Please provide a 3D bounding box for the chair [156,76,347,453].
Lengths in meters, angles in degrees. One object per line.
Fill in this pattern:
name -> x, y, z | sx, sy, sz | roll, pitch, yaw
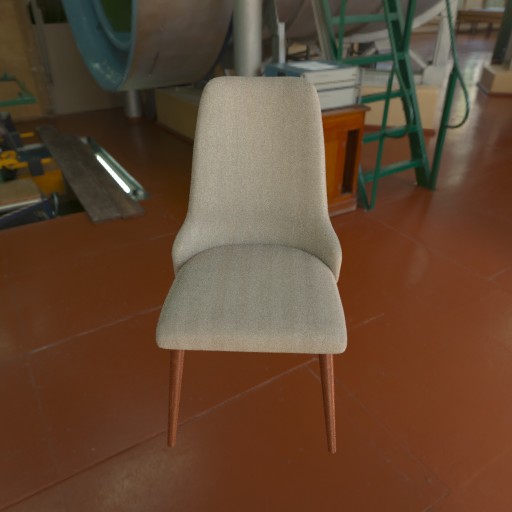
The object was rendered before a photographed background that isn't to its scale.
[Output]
chair -> 0.000, 0.000, 1.347 | 0.526, 0.917, 0.684 | 1, 32, 2
